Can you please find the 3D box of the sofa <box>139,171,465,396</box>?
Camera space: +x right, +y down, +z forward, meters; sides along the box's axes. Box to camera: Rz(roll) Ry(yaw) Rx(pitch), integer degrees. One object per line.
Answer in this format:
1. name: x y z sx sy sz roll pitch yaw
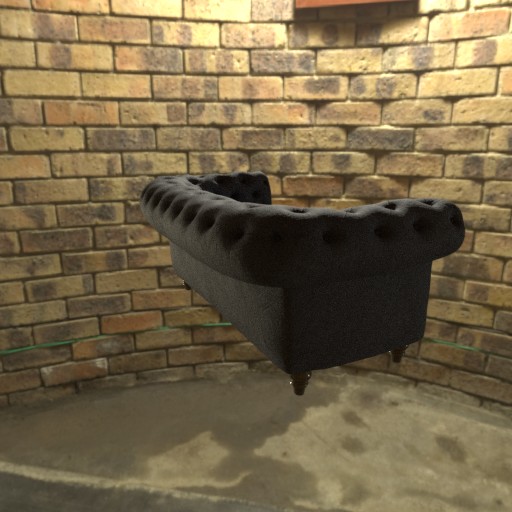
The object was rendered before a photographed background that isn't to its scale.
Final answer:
1. sofa: 0.000 0.000 2.566 1.082 0.833 1.988 -7 17 -26
